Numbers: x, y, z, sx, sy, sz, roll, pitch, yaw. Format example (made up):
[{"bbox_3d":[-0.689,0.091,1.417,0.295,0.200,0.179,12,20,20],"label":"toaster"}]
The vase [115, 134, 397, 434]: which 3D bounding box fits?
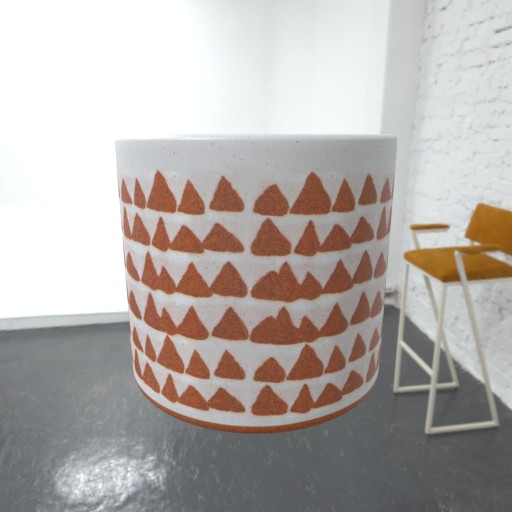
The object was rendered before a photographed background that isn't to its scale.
[{"bbox_3d":[0.000,0.000,0.240,0.137,0.127,0.137,0,15,0],"label":"vase"}]
